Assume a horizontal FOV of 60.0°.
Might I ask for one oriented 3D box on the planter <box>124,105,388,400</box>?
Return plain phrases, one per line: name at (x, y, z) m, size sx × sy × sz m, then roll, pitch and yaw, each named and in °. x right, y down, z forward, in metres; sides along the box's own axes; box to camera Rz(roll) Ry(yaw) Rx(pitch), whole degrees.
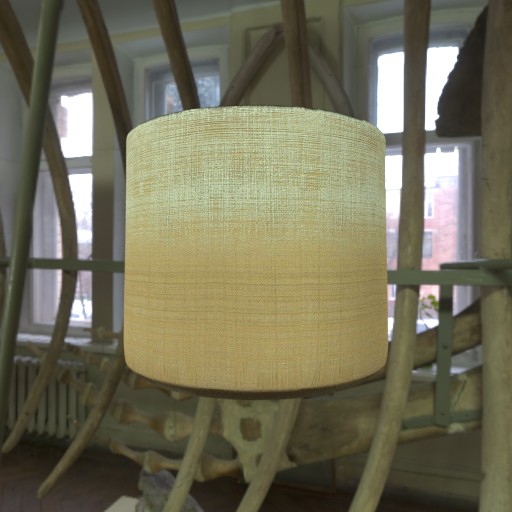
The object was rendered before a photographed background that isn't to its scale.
planter at (0.000, 0.000, 0.444) m, size 0.254 × 0.221 × 0.254 m, roll 0°, pitch 0°, yaw 0°
